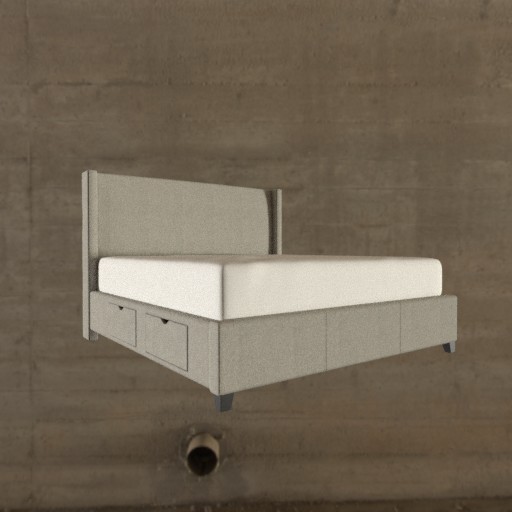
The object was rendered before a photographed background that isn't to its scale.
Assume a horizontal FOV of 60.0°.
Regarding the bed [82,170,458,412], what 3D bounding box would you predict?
[{"bbox_3d":[0.000,0.000,3.634,2.140,1.470,2.280,-1,1,-36],"label":"bed"}]
